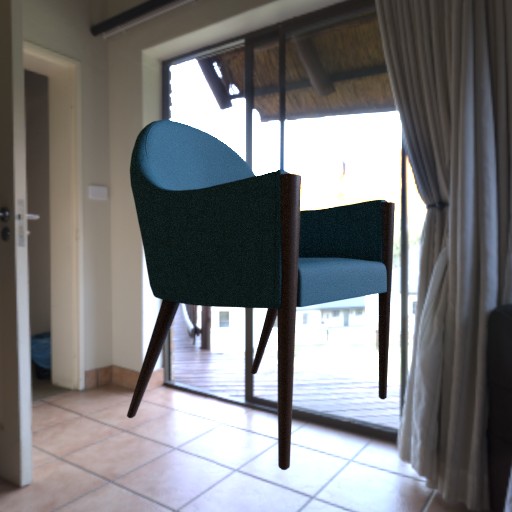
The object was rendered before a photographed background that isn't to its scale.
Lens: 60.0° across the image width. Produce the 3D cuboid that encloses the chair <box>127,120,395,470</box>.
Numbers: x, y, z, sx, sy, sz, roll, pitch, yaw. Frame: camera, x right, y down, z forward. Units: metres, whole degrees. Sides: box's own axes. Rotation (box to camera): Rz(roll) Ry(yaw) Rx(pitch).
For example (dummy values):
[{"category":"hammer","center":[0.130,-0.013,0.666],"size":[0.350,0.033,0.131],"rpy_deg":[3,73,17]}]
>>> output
[{"category":"chair","center":[0.000,0.000,1.347],"size":[0.652,0.907,0.656],"rpy_deg":[0,0,36]}]
